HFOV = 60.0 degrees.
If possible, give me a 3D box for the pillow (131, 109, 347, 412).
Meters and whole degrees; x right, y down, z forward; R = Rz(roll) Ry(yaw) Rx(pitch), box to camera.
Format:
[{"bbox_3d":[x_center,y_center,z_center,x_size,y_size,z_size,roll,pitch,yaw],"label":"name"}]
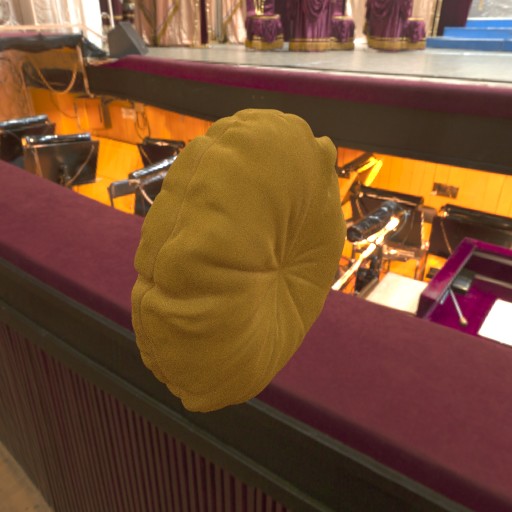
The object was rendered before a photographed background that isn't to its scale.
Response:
[{"bbox_3d":[0.000,0.000,0.647,0.148,0.407,0.428,18,33,31],"label":"pillow"}]
